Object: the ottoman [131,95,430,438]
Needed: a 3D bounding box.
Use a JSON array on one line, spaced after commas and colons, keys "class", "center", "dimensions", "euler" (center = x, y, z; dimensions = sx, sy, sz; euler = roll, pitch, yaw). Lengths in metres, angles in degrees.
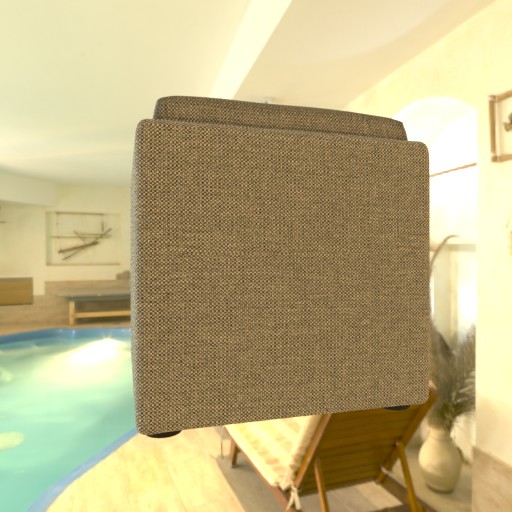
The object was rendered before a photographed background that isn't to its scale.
[{"class": "ottoman", "center": [0.000, 0.000, 0.844], "dimensions": [0.454, 0.487, 0.436], "euler": [0, 0, -16]}]
